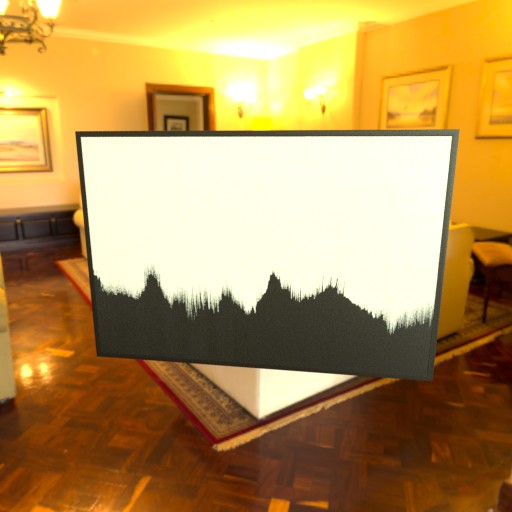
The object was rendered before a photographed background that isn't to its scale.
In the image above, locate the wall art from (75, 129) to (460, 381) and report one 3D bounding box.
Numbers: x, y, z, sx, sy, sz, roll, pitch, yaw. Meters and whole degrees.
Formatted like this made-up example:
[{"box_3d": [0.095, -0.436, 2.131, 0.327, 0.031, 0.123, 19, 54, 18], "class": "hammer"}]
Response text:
[{"box_3d": [0.000, 0.000, 0.817, 0.659, 0.446, 0.022, 2, 14, 8], "class": "wall art"}]
